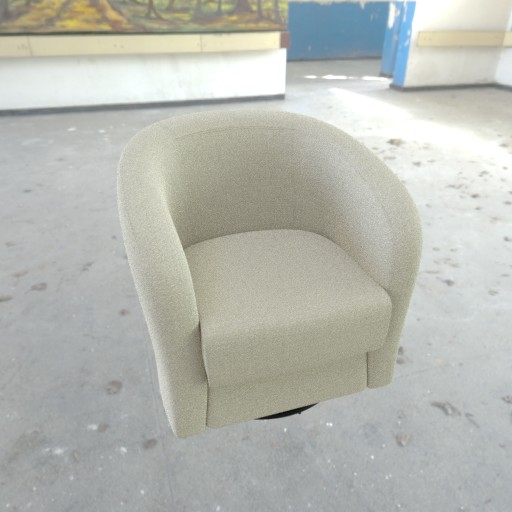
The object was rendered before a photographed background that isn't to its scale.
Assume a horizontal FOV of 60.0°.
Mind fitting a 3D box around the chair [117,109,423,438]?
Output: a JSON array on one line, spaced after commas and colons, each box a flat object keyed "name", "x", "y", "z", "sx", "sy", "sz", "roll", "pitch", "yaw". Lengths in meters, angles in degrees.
[{"name": "chair", "x": 0.000, "y": 0.000, "z": 1.430, "sx": 0.791, "sy": 0.771, "sz": 0.815, "roll": -9, "pitch": 31, "yaw": -15}]
